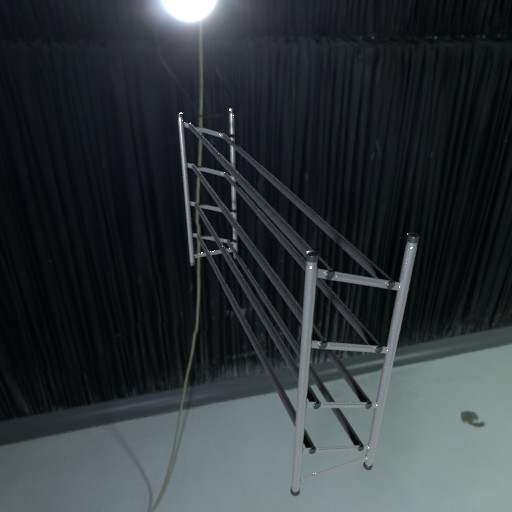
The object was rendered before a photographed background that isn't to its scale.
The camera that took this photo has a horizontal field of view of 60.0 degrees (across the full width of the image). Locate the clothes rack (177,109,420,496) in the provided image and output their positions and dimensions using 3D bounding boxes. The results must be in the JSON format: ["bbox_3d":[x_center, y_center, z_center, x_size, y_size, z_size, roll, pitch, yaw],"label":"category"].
[{"bbox_3d":[0.000,0.000,1.414,0.229,0.672,1.168,-10,31,-17],"label":"clothes rack"}]
